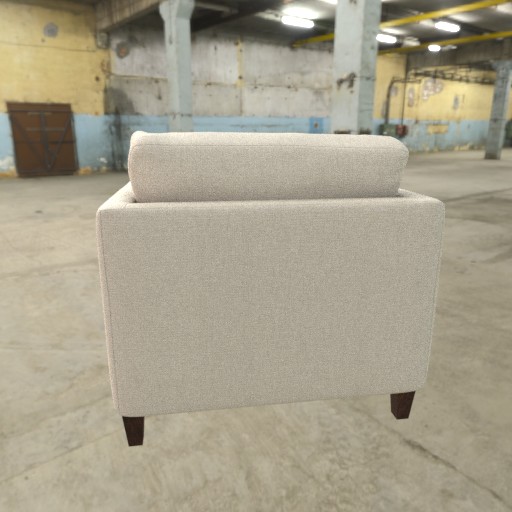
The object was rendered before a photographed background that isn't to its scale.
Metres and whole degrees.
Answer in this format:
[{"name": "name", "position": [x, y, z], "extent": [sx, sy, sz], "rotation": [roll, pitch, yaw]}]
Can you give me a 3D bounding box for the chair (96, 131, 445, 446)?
[{"name": "chair", "position": [0.000, 0.000, 1.700], "extent": [0.996, 0.919, 0.959], "rotation": [-2, 16, -8]}]
